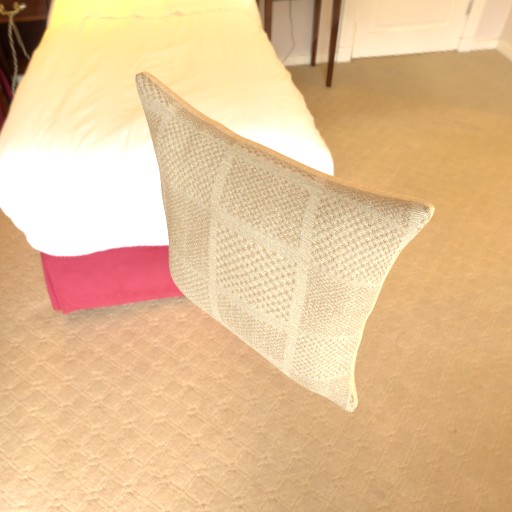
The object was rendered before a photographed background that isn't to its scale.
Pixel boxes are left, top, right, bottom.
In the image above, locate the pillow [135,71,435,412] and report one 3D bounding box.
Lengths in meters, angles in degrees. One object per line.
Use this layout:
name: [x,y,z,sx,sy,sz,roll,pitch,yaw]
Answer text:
pillow: [0.000,0.000,0.665,0.436,0.432,0.138,33,55,27]
